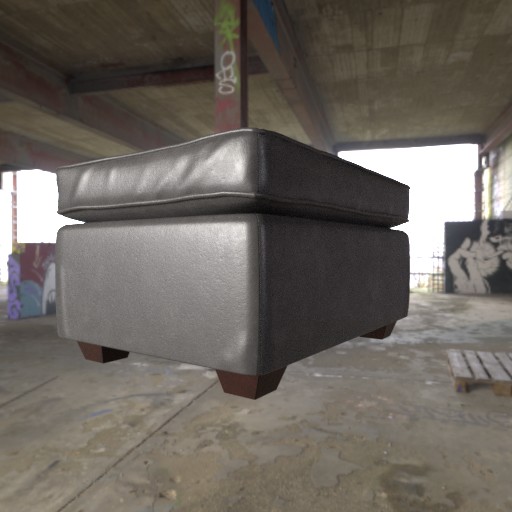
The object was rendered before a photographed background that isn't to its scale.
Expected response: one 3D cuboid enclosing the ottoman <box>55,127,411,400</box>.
[{"bbox_3d":[0.000,0.000,1.089,0.554,0.445,0.756,1,1,35],"label":"ottoman"}]
